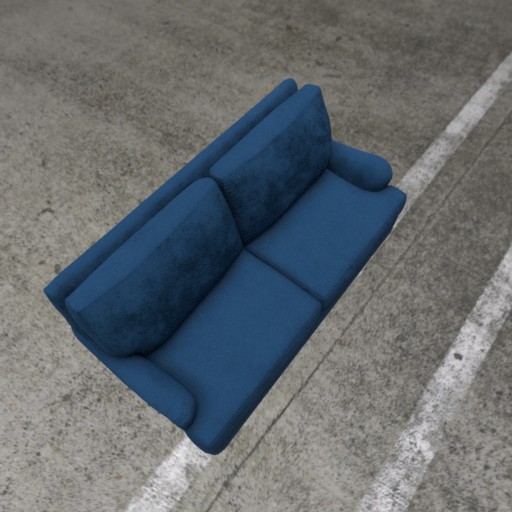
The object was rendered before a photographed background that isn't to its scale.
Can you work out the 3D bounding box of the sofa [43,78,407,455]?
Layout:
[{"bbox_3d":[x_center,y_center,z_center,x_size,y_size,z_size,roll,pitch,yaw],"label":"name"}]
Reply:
[{"bbox_3d":[0.000,0.000,2.797,1.084,1.101,2.141,34,65,19],"label":"sofa"}]
